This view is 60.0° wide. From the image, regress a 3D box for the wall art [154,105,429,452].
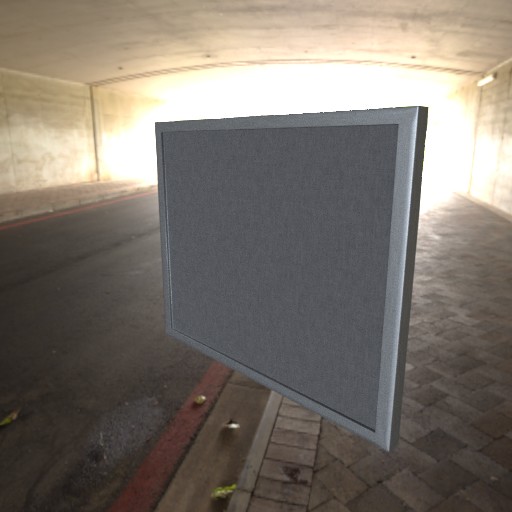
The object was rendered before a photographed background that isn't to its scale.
[{"bbox_3d":[0.000,0.000,0.759,0.028,0.457,0.556,-14,20,-43],"label":"wall art"}]
